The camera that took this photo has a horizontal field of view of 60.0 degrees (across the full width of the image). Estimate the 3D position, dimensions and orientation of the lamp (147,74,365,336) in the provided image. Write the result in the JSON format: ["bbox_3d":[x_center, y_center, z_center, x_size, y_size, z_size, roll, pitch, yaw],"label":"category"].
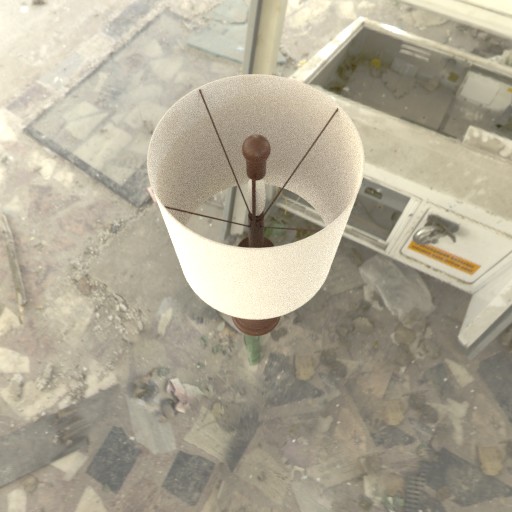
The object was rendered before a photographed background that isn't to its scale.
[{"bbox_3d":[0.000,0.000,0.760,0.250,0.597,0.250,-32,69,-14],"label":"lamp"}]
